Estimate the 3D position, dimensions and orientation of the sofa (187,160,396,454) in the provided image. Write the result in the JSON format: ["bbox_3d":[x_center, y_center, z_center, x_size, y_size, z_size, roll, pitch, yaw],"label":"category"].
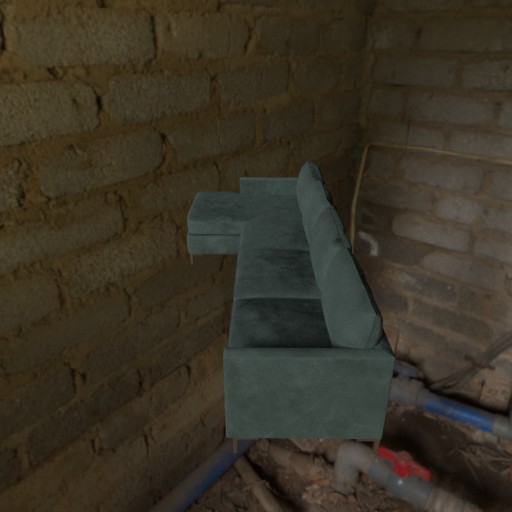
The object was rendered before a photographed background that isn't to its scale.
[{"bbox_3d":[0.000,0.000,3.936,1.500,0.967,3.400,0,26,1],"label":"sofa"}]
